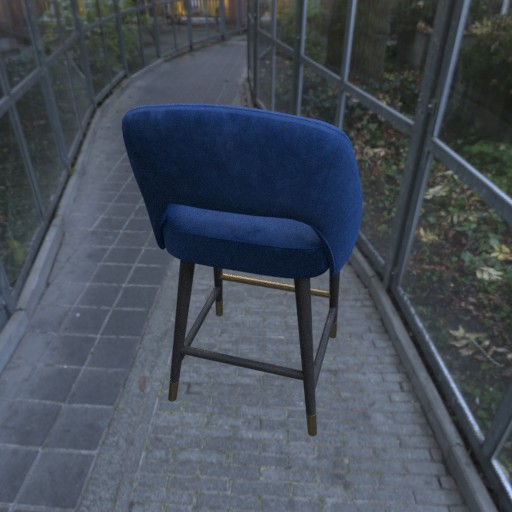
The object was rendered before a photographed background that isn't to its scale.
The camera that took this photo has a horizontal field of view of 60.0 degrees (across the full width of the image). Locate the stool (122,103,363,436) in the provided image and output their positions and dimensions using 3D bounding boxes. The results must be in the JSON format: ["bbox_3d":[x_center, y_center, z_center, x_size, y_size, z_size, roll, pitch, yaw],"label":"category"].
[{"bbox_3d":[0.000,0.000,1.228,0.536,0.925,0.524,9,33,14],"label":"stool"}]
